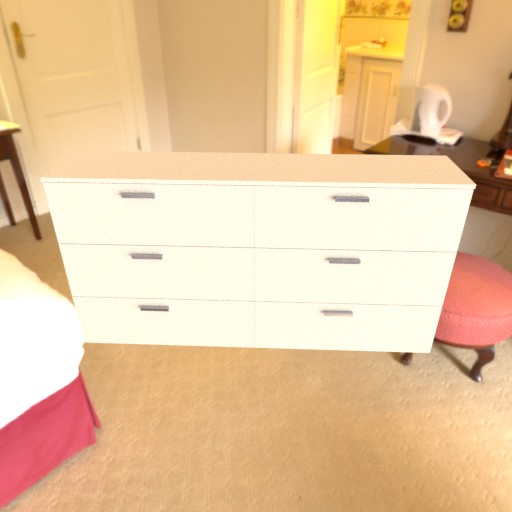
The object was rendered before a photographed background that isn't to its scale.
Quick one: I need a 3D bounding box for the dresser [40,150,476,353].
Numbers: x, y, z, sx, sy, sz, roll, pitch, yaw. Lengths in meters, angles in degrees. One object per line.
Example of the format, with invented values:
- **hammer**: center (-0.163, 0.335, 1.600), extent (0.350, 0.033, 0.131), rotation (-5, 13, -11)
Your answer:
- **dresser**: center (0.000, 0.000, 1.889), extent (1.535, 0.790, 0.333), rotation (1, 31, 2)
